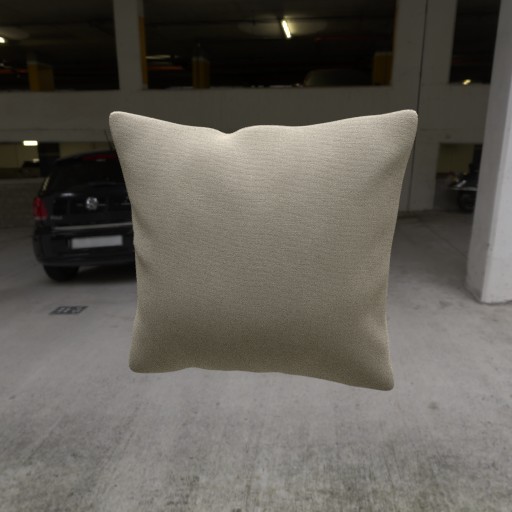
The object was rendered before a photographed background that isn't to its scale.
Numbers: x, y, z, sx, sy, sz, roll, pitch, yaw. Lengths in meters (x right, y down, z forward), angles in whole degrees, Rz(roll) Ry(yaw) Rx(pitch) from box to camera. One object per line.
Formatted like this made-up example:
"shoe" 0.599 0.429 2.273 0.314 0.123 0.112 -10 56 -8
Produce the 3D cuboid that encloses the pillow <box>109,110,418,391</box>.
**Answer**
"pillow" 0.000 0.000 0.671 0.437 0.420 0.162 2 15 8
